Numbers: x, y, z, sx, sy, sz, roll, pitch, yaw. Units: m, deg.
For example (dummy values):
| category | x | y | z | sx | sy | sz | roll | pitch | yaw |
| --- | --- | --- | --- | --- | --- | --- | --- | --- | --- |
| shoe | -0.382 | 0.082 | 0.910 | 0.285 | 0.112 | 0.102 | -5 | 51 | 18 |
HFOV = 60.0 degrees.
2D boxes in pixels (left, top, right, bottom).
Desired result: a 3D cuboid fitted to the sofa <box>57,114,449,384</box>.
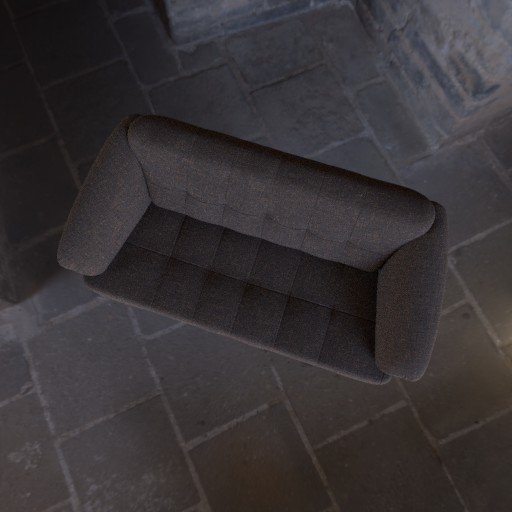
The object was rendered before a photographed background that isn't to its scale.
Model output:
| category | x | y | z | sx | sy | sz | roll | pitch | yaw |
| --- | --- | --- | --- | --- | --- | --- | --- | --- | --- |
| sofa | 0.000 | 0.000 | 2.330 | 1.849 | 0.790 | 0.887 | 17 | 77 | 4 |
